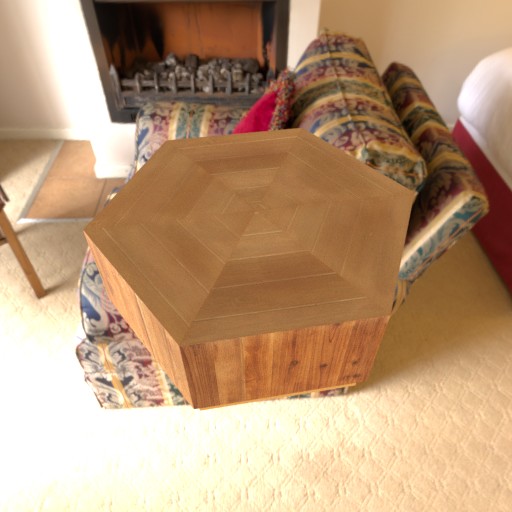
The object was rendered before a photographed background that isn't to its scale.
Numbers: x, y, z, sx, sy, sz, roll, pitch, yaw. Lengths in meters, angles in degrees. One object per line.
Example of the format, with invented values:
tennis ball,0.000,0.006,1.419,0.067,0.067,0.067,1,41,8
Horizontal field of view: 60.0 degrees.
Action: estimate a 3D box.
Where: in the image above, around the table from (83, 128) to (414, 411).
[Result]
table,0.000,0.000,1.688,1.000,0.456,1.154,-31,54,-26
